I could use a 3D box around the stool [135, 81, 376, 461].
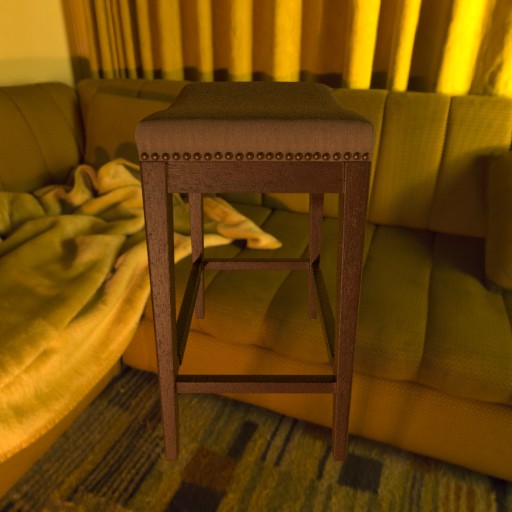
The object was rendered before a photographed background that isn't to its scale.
[{"bbox_3d":[0.000,0.000,0.952,0.356,0.660,0.508,0,27,0],"label":"stool"}]
